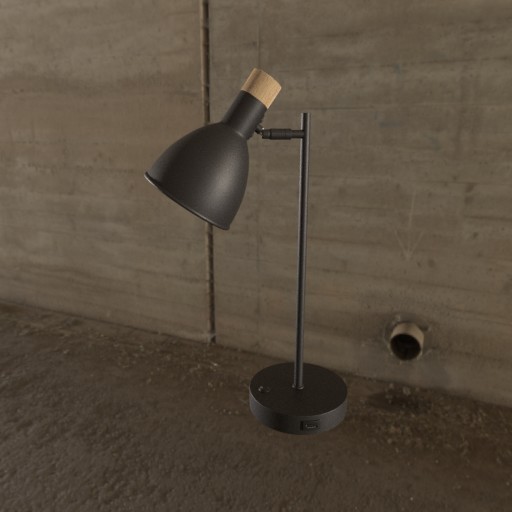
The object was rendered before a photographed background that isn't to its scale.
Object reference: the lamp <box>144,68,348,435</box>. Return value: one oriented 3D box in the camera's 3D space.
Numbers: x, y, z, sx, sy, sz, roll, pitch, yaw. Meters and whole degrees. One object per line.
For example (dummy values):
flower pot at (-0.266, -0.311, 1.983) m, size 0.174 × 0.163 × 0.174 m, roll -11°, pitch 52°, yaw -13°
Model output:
lamp at (0.000, 0.000, 0.614) m, size 0.287 × 0.483 × 0.152 m, roll -2°, pitch 16°, yaw -9°
